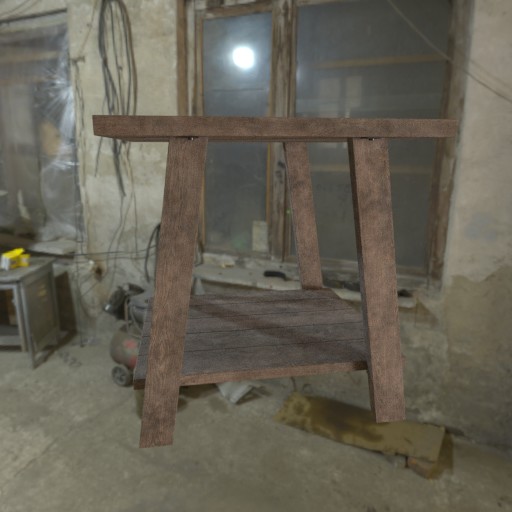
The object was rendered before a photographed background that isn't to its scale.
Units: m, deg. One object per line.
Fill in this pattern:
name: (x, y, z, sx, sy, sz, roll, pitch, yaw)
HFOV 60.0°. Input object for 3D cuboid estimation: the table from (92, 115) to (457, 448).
table: (0.000, 0.000, 1.086, 0.610, 0.610, 0.610, -2, 14, -9)
